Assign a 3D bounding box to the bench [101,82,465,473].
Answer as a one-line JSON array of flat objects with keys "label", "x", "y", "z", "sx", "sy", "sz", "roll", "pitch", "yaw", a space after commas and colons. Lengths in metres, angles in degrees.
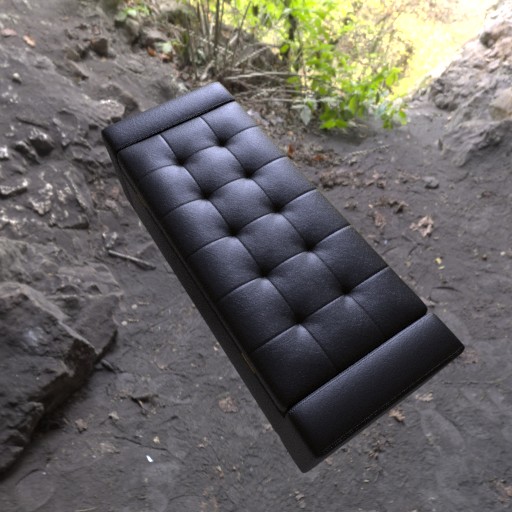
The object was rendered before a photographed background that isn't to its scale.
[{"label": "bench", "x": 0.000, "y": 0.000, "z": 1.555, "sx": 0.508, "sy": 0.445, "sz": 1.296, "roll": -29, "pitch": 63, "yaw": -16}]
